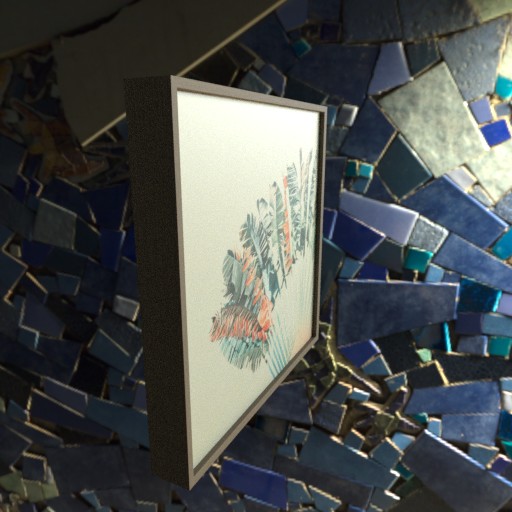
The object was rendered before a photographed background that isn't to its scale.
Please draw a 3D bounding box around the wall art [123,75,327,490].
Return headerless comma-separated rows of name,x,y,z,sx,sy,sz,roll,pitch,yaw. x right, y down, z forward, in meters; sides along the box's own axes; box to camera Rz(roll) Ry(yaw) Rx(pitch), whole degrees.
wall art,0.000,0.000,0.447,0.038,0.303,0.304,7,16,26
